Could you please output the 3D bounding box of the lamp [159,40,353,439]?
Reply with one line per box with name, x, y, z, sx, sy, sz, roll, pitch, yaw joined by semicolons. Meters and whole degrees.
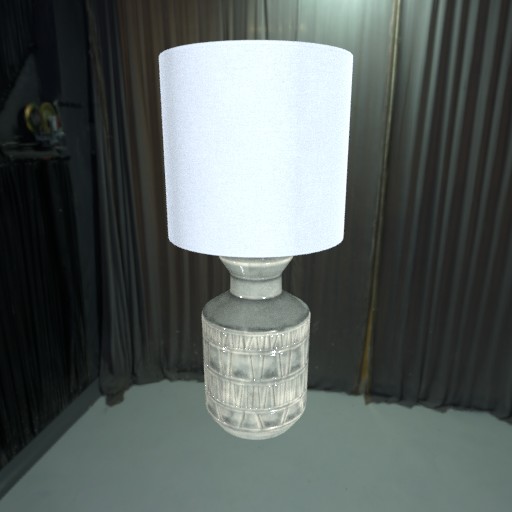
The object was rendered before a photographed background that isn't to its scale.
lamp;0.000;0.000;0.554;0.211;0.455;0.211;3;16;10
